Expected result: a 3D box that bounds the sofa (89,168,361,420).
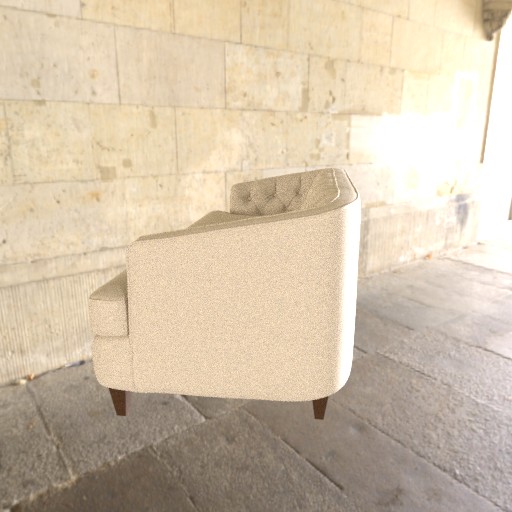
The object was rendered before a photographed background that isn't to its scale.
[{"bbox_3d":[0.000,0.000,2.225,0.941,0.855,1.733,2,15,8],"label":"sofa"}]
